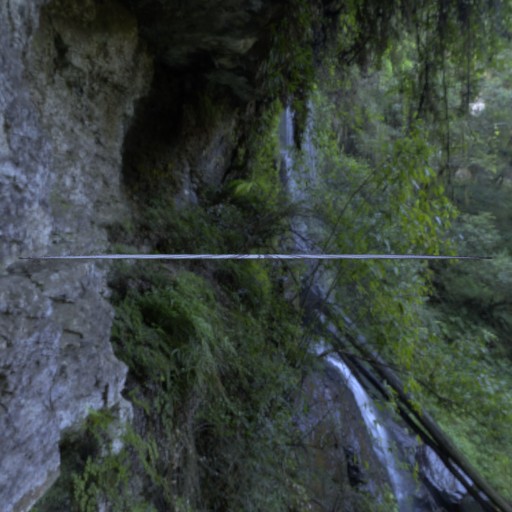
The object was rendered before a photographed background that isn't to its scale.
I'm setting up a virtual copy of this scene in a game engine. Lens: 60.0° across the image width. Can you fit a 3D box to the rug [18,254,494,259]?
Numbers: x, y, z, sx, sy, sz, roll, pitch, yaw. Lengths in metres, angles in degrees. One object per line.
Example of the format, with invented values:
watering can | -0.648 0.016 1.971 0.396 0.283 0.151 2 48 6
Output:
rug | 0.000 0.000 3.806 3.040 0.017 2.030 0 1 0
